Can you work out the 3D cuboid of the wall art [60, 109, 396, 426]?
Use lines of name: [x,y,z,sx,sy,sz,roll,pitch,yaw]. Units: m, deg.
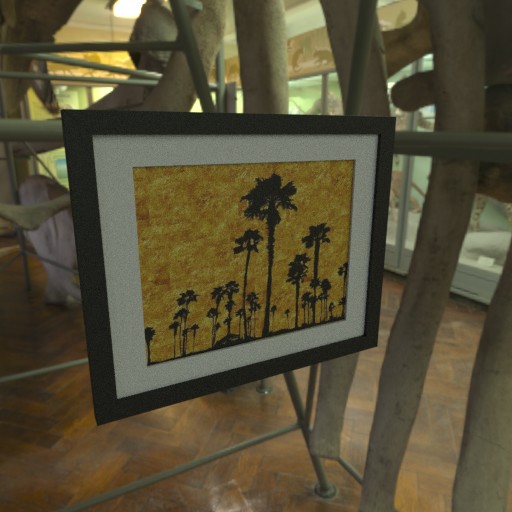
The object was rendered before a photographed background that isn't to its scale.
wall art: [0.000,0.000,0.751,0.561,0.460,0.028,-8,18,-27]
